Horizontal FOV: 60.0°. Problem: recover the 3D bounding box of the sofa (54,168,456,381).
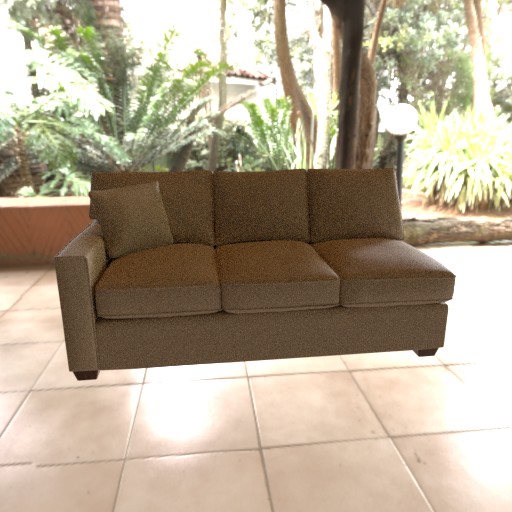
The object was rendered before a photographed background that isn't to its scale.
[{"bbox_3d":[0.000,0.000,2.600,1.962,0.946,1.034,-2,16,-7],"label":"sofa"}]
